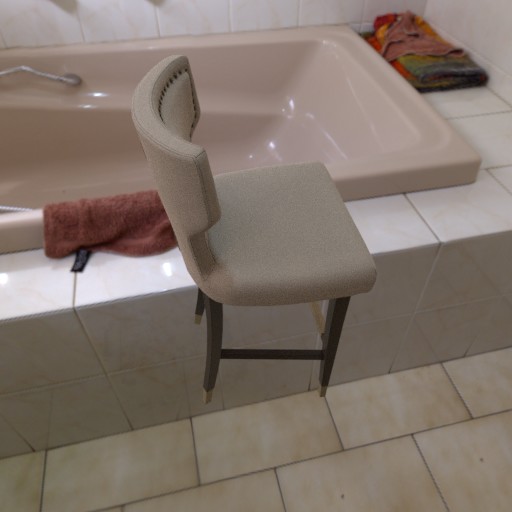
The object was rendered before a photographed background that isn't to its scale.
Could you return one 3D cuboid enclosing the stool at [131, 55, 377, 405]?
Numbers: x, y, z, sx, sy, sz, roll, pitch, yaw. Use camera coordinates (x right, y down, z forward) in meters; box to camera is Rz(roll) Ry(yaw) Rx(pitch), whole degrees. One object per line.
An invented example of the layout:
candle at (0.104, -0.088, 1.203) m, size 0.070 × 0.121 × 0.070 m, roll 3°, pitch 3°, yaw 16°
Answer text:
stool at (0.000, 0.000, 1.397) m, size 0.563 × 1.092 × 0.526 m, roll -8°, pitch 46°, yaw -7°
